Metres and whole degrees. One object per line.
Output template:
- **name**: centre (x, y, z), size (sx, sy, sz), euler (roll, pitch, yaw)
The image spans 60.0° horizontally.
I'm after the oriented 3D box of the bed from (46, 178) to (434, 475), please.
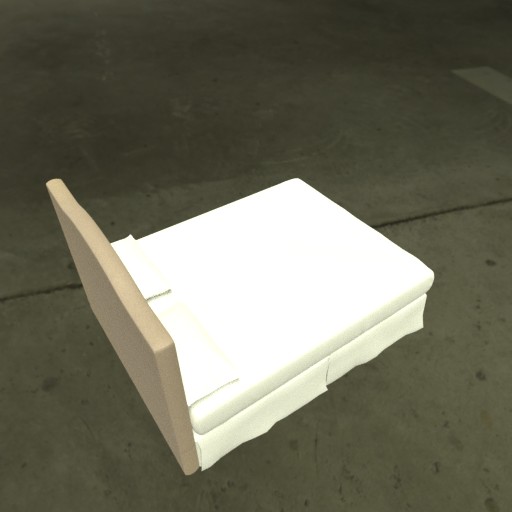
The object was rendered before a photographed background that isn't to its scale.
- **bed**: centre (0.000, 0.000, 3.373), size (2.282, 1.436, 1.821), euler (-25, 47, -25)
